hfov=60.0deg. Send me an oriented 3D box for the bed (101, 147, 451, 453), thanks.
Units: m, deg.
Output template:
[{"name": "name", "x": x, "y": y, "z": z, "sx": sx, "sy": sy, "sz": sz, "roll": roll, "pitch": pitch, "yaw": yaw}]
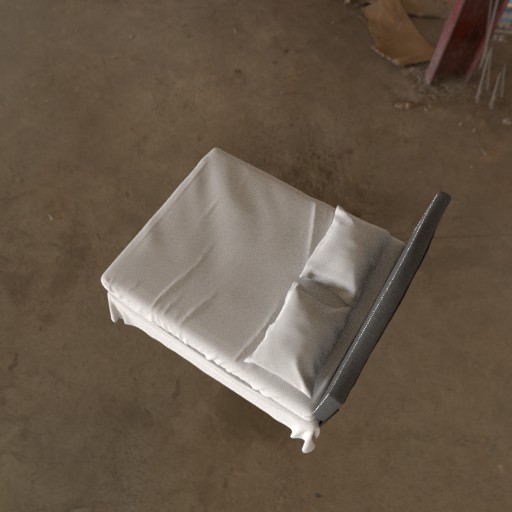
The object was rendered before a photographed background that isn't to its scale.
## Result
[{"name": "bed", "x": 0.000, "y": 0.000, "z": 3.443, "sx": 2.221, "sy": 1.645, "sz": 1.876, "roll": 30, "pitch": 67, "yaw": 14}]
